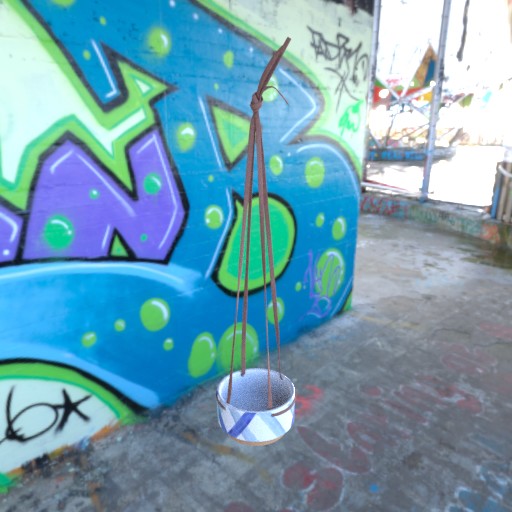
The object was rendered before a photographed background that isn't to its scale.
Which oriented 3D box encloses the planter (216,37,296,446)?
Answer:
[{"bbox_3d":[0.000,0.000,0.836,0.166,0.751,0.166,16,23,42],"label":"planter"}]
